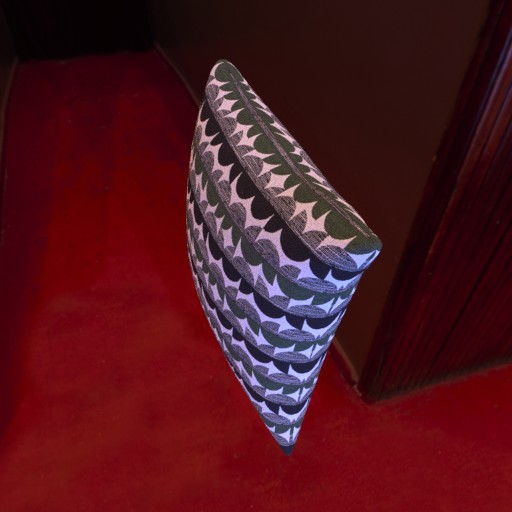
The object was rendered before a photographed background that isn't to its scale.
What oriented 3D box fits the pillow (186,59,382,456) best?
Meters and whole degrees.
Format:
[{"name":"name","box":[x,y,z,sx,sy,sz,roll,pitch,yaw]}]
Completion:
[{"name":"pillow","box":[0.000,0.000,0.637,0.180,0.404,0.419,-16,48,-15]}]
